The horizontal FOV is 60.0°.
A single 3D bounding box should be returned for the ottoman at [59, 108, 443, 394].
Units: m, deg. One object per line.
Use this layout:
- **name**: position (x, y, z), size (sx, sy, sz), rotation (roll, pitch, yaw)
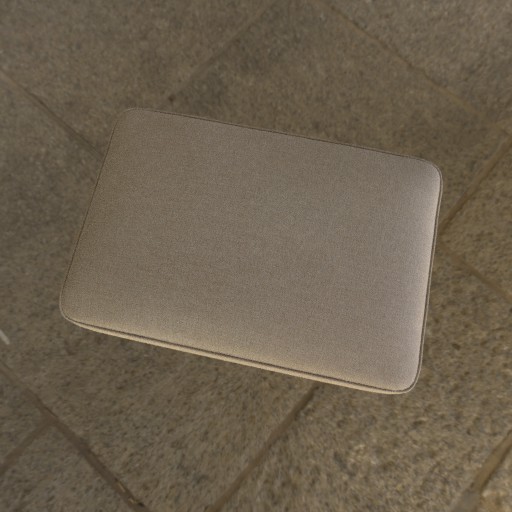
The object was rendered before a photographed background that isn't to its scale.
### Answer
- **ottoman**: position (0.000, 0.000, 1.172), size (0.813, 0.458, 0.559), rotation (12, 76, 3)
